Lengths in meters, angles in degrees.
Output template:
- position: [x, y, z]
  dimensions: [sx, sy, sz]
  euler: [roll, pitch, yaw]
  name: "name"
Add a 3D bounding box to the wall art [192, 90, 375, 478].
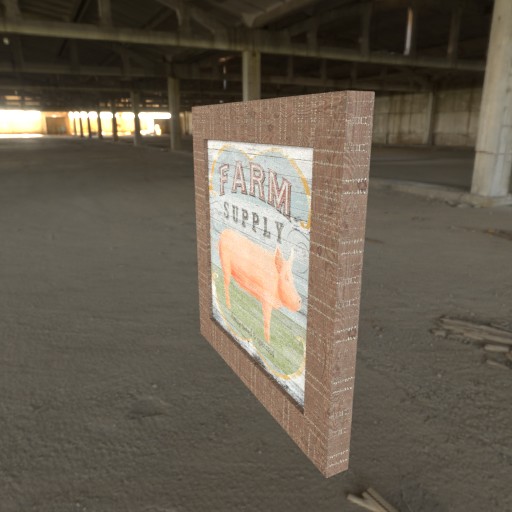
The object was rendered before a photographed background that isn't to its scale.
- position: [0.000, 0.000, 0.807]
  dimensions: [0.040, 0.531, 0.531]
  euler: [-8, 18, -26]
  name: "wall art"
